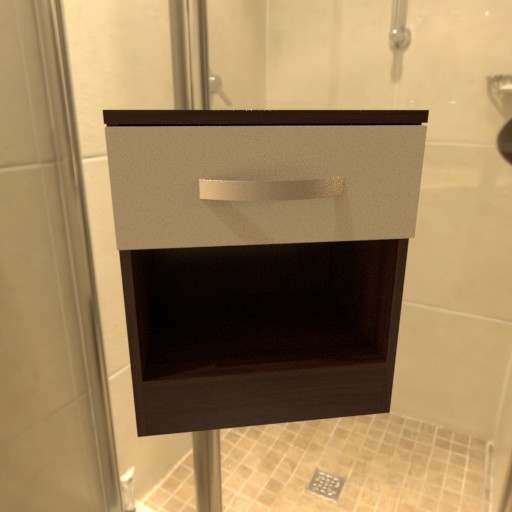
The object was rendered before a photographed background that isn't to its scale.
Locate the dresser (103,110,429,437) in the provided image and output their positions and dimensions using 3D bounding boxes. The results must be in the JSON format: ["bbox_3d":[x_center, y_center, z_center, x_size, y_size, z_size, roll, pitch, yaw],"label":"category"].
[{"bbox_3d":[0.000,0.000,0.752,0.400,0.470,0.360,-3,18,-8],"label":"dresser"}]
